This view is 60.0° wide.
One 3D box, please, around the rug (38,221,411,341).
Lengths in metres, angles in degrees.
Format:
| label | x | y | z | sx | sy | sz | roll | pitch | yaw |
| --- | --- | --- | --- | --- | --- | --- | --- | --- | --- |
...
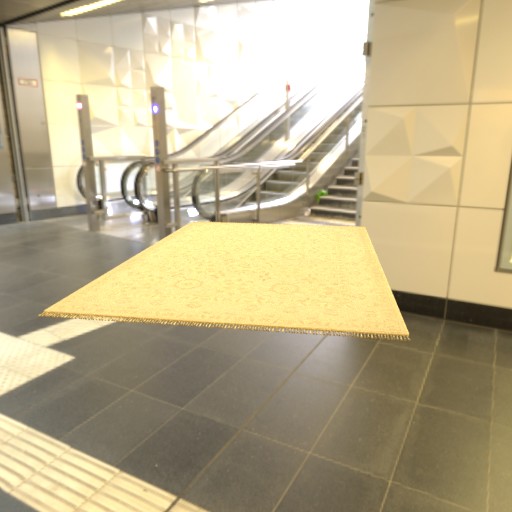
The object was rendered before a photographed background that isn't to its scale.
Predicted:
| label | x | y | z | sx | sy | sz | roll | pitch | yaw |
| --- | --- | --- | --- | --- | --- | --- | --- | --- | --- |
| rug | 0.000 | 0.000 | 2.816 | 1.514 | 0.011 | 2.233 | 2 | 15 | 9 |
